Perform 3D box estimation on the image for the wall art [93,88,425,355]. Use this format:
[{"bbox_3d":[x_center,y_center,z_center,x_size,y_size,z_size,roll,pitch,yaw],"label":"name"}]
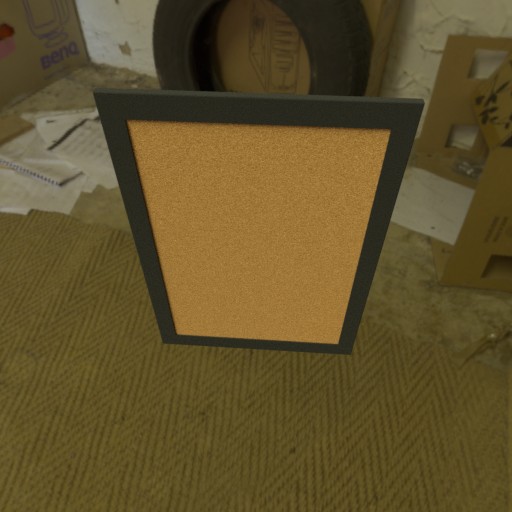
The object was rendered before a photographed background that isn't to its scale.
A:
[{"bbox_3d":[0.000,0.000,0.692,0.374,0.529,0.012,3,47,3],"label":"wall art"}]
